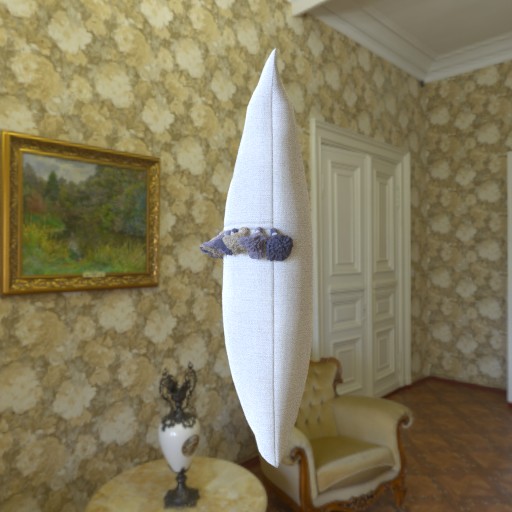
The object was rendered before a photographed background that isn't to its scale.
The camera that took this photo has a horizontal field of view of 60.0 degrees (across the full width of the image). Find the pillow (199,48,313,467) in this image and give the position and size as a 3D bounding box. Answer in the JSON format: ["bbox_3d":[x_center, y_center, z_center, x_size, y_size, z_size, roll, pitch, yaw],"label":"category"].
[{"bbox_3d":[0.000,0.000,0.735,0.165,0.481,0.489,0,-1,-1],"label":"pillow"}]
